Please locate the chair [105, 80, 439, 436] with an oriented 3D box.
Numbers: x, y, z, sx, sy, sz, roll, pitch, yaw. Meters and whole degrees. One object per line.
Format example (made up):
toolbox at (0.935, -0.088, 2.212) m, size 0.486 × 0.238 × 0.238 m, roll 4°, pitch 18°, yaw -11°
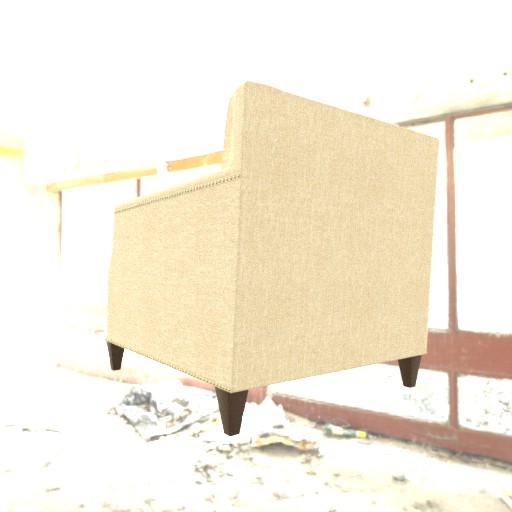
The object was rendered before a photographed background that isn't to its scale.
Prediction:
chair at (0.000, 0.000, 1.710) m, size 0.838 × 0.940 × 1.041 m, roll 1°, pitch -2°, yaw -36°
